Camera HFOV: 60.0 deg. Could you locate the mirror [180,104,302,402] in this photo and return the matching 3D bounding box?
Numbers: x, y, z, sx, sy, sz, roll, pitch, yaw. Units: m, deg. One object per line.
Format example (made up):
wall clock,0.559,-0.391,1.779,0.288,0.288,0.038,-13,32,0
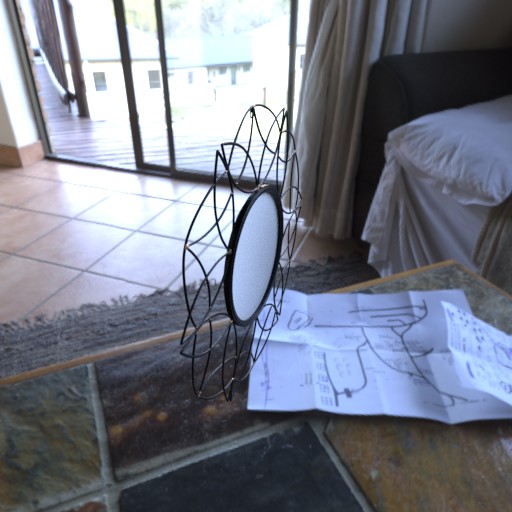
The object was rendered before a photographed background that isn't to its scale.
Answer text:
mirror,0.000,0.000,1.180,0.028,0.775,0.797,11,32,19
